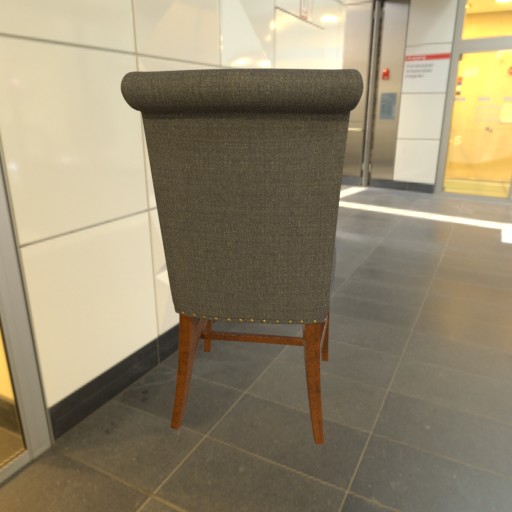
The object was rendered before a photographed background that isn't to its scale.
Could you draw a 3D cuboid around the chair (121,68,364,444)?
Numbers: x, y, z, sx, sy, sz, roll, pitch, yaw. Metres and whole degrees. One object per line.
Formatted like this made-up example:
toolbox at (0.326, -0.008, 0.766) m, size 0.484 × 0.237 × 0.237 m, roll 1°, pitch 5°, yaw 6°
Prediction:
chair at (0.000, 0.000, 1.319) m, size 0.513 × 0.988 × 0.608 m, roll 3°, pitch 19°, yaw 8°
